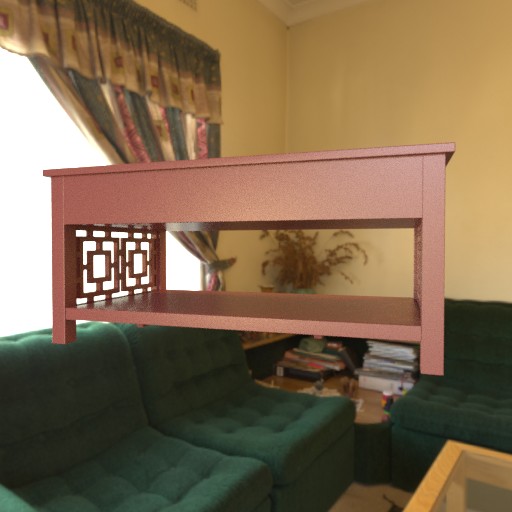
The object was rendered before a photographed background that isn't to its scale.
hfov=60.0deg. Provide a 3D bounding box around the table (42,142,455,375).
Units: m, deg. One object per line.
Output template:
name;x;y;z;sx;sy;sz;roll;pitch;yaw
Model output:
table;0.000;0.000;1.381;1.068;0.493;0.612;0;1;18
